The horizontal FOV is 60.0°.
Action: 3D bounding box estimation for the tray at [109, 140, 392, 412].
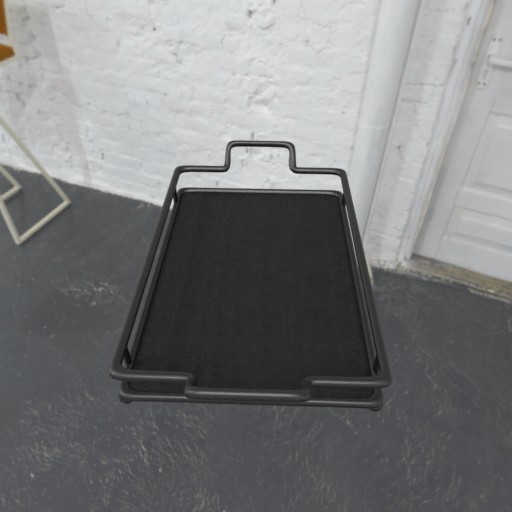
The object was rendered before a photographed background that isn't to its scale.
[{"bbox_3d":[0.000,0.000,0.618,0.297,0.101,0.495,1,42,1],"label":"tray"}]
